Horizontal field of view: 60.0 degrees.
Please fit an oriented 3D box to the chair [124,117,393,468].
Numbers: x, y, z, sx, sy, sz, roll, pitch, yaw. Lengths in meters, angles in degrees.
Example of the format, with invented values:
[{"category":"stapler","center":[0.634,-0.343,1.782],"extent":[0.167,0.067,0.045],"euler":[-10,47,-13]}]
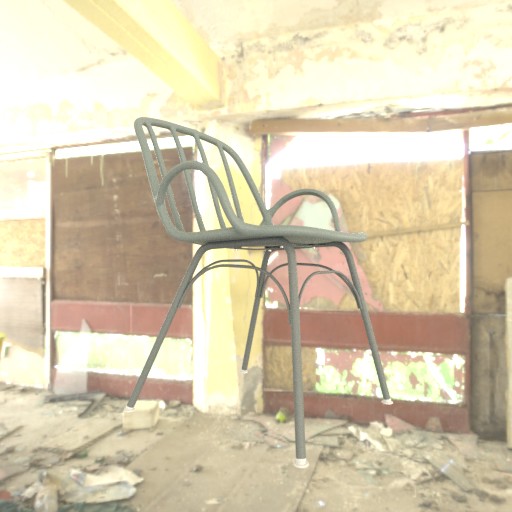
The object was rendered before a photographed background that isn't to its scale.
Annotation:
[{"category":"chair","center":[0.000,0.000,1.219],"extent":[0.597,0.816,0.549],"euler":[0,0,37]}]
